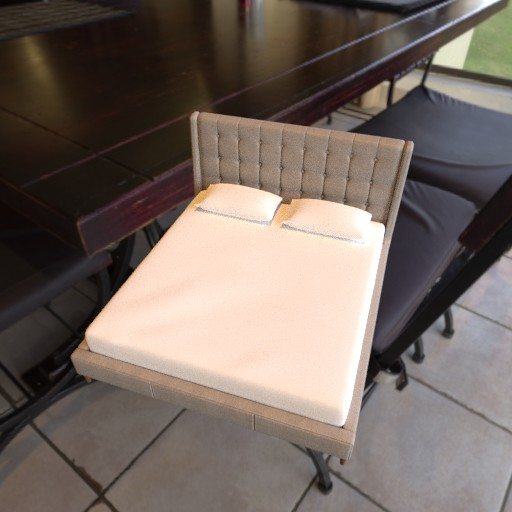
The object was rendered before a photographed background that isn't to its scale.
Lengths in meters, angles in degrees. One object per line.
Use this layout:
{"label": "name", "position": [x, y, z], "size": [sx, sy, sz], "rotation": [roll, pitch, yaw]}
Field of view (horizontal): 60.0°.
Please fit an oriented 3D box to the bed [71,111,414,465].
{"label": "bed", "position": [0.000, 0.000, 3.601], "size": [2.062, 1.289, 2.342], "rotation": [12, 41, 14]}
